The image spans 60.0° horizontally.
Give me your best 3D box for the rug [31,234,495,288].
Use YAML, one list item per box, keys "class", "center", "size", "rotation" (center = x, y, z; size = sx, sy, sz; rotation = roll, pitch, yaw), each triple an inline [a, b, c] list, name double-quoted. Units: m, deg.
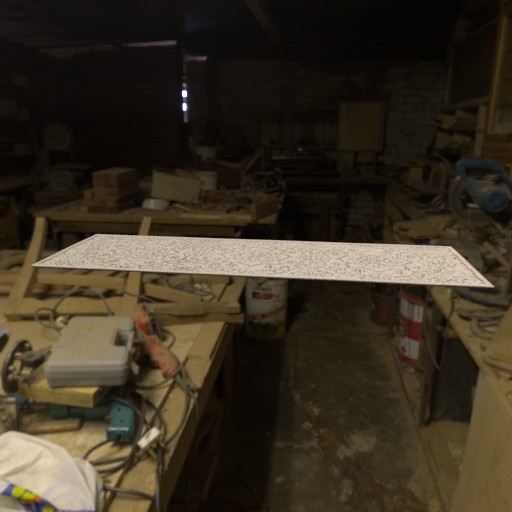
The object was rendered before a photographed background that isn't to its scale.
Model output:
- class: "rug"
  center: [0.000, 0.000, 2.671]
  size: [2.448, 0.012, 0.769]
  rotation: [2, 16, 8]
